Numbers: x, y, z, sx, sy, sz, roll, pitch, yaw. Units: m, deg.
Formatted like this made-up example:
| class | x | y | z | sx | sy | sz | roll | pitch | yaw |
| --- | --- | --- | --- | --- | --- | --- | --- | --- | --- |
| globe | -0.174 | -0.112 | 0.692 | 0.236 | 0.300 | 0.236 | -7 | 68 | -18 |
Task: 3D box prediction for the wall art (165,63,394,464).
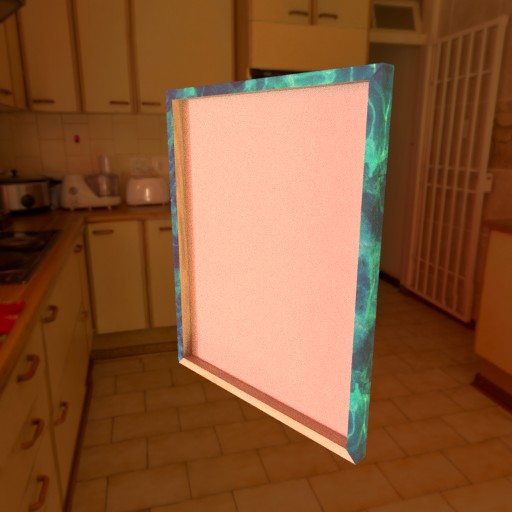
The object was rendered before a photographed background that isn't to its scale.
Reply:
| class | x | y | z | sx | sy | sz | roll | pitch | yaw |
| --- | --- | --- | --- | --- | --- | --- | --- | --- | --- |
| wall art | 0.000 | 0.000 | 1.026 | 0.609 | 0.760 | 0.038 | 14 | 20 | 43 |
